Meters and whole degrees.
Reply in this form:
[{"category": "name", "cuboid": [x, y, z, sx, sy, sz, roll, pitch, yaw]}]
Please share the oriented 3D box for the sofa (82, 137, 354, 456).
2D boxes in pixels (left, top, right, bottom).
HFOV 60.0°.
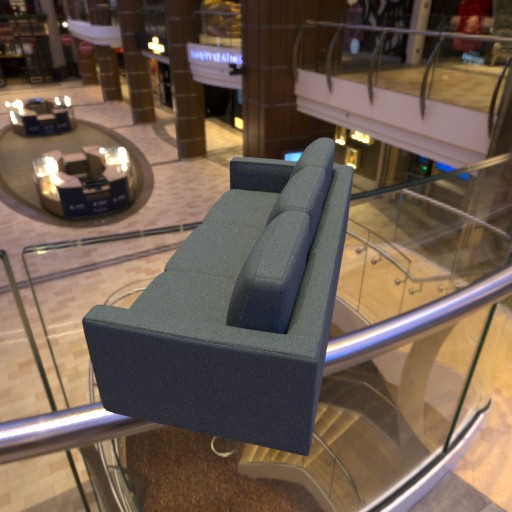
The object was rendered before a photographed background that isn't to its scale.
[{"category": "sofa", "cuboid": [0.000, 0.000, 2.530, 0.935, 0.945, 2.013, 7, 31, 12]}]
